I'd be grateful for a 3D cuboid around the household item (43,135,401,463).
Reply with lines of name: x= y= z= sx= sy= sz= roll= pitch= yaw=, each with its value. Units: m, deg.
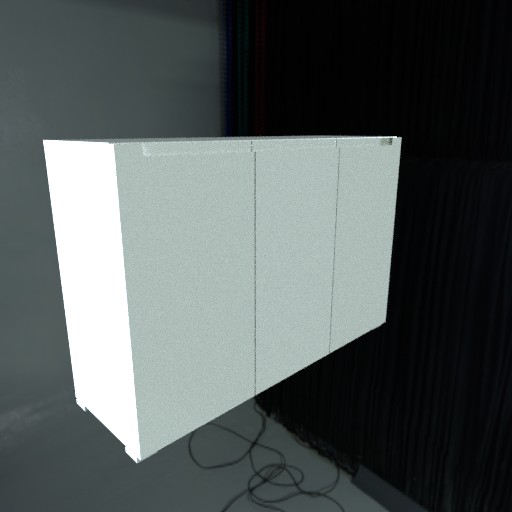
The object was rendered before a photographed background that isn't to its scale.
household item: x=0.000 y=0.000 z=1.685 sx=1.300 sy=0.867 sz=0.420 roll=-15 pitch=22 yaw=-42
